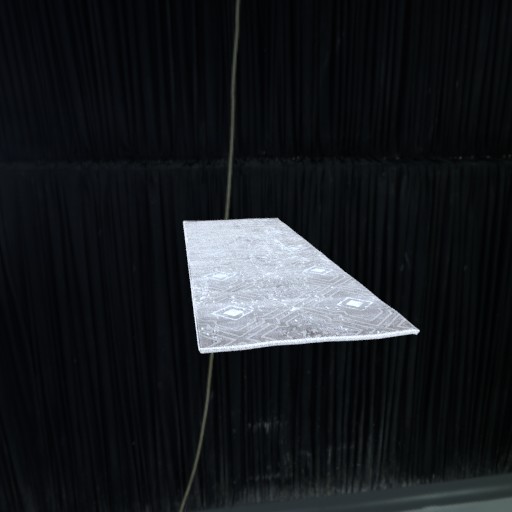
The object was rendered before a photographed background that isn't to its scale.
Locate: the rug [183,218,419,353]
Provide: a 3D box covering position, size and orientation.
[{"bbox_3d":[0.000,0.000,2.729,0.832,0.035,2.381,-3,16,-10],"label":"rug"}]
